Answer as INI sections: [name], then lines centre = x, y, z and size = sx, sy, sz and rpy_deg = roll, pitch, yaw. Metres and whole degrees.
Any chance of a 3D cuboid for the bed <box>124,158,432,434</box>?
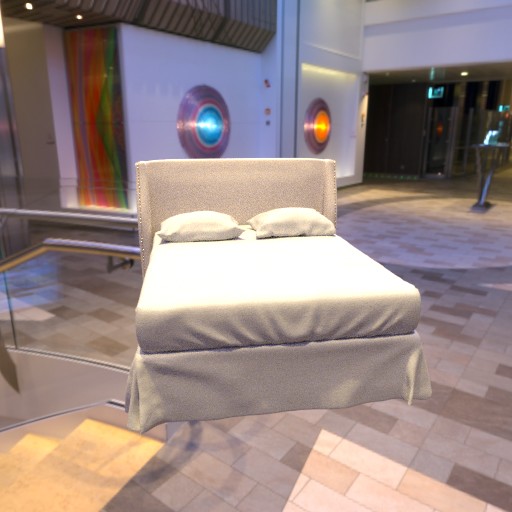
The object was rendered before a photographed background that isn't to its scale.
[bed]
centre = 0.000, 0.000, 3.403
size = 1.925, 1.332, 2.276
rpy_deg = -3, 16, -9
